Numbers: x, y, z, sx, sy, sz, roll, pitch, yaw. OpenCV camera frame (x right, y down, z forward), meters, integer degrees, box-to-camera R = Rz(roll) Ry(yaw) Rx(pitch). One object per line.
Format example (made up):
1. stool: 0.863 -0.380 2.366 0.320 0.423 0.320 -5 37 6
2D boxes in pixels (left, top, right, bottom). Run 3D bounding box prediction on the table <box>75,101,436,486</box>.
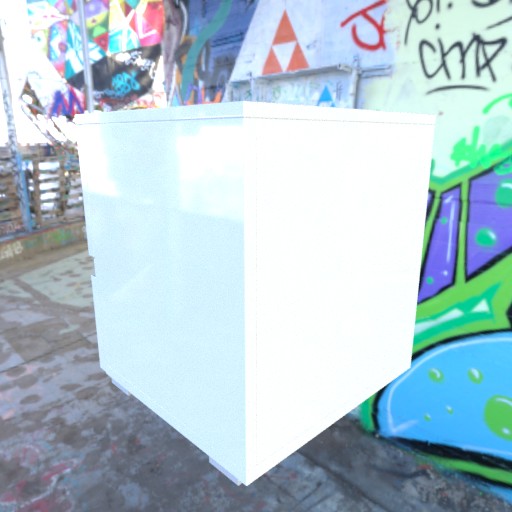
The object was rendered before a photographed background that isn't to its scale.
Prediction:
1. table: 0.000 0.000 0.772 0.420 0.470 0.400 -14 21 -42
